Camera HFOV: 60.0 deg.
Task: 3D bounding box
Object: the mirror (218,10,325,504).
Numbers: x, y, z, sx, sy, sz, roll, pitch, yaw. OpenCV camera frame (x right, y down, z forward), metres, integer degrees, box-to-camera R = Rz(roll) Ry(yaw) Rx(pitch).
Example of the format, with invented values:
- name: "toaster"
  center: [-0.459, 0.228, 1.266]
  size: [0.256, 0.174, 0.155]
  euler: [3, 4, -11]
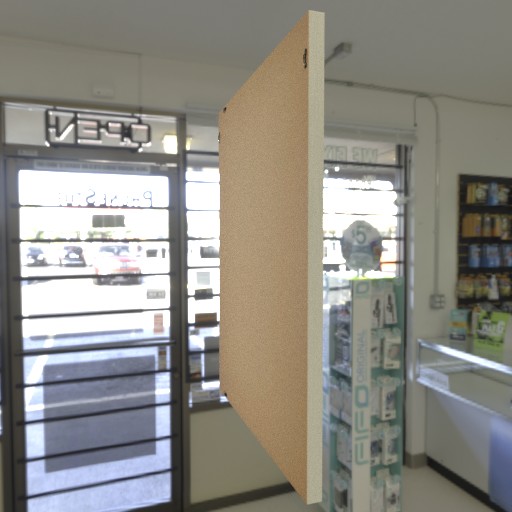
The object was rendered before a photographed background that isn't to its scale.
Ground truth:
- name: "mirror"
  center: [0.000, 0.000, 1.275]
  size: [0.040, 1.016, 0.762]
  euler: [-1, 2, -19]
